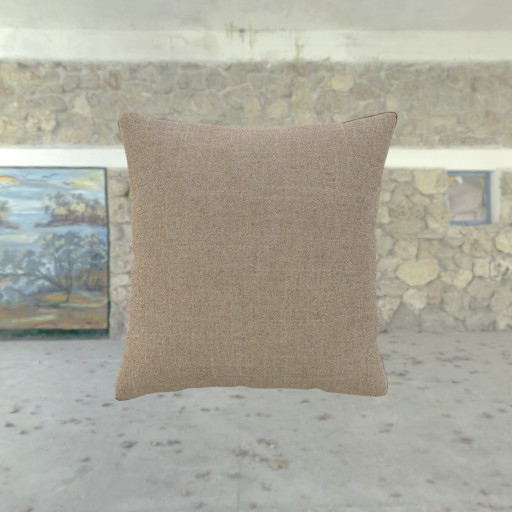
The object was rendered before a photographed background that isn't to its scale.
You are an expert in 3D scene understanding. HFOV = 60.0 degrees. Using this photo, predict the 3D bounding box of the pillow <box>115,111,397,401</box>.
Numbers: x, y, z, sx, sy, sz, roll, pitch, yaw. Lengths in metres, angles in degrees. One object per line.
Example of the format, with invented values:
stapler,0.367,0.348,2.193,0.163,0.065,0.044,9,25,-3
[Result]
pillow,0.000,0.000,0.692,0.437,0.448,0.147,0,0,-1
